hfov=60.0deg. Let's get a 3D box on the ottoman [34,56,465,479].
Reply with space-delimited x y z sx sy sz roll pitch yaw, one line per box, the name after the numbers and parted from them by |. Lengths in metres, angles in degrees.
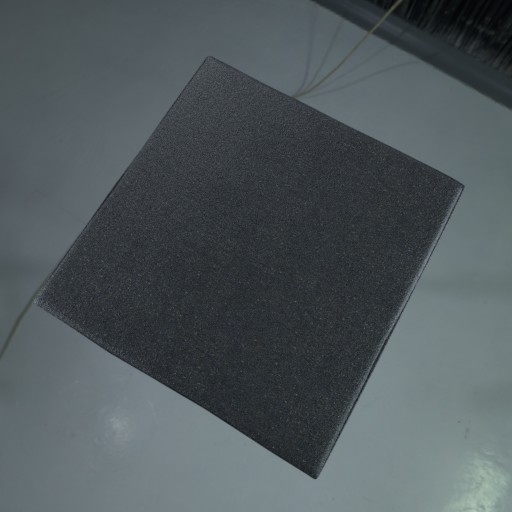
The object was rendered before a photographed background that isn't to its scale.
0.000 0.000 1.519 0.968 0.382 1.004 30 78 7 | ottoman
